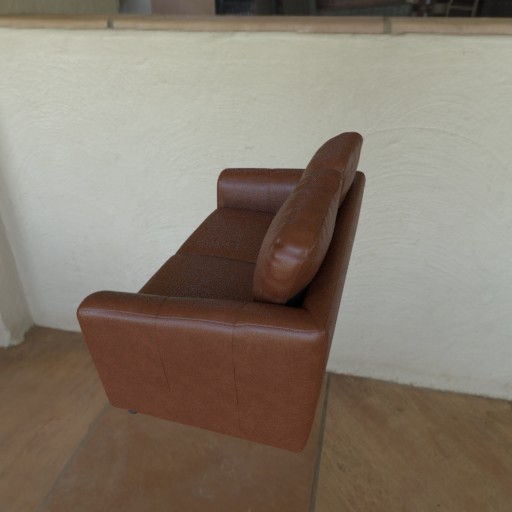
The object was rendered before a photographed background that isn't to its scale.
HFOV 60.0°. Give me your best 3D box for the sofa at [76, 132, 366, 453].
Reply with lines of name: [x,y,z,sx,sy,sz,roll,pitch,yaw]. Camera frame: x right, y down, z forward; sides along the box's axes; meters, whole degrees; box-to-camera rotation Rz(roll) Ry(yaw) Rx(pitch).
sofa: [0.000,0.000,1.929,0.805,0.906,1.406,8,31,14]
